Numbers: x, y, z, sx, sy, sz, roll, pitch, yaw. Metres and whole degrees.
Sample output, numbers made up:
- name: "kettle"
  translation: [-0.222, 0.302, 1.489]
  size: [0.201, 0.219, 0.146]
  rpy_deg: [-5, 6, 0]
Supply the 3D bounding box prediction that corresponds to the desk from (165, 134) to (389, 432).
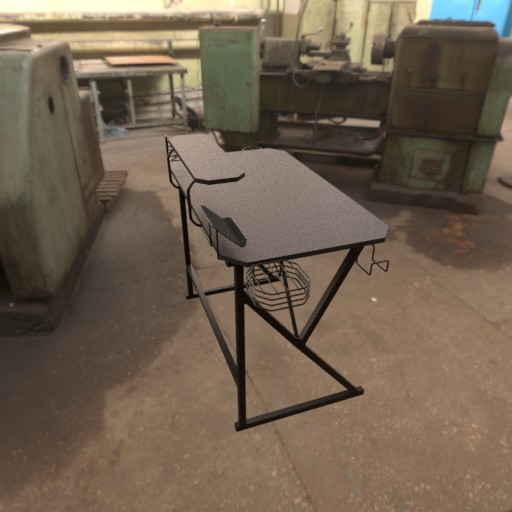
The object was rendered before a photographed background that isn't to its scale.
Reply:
- name: "desk"
  translation: [0.000, 0.000, 1.783]
  size: [0.580, 0.880, 1.290]
  rpy_deg: [-10, 32, -17]
